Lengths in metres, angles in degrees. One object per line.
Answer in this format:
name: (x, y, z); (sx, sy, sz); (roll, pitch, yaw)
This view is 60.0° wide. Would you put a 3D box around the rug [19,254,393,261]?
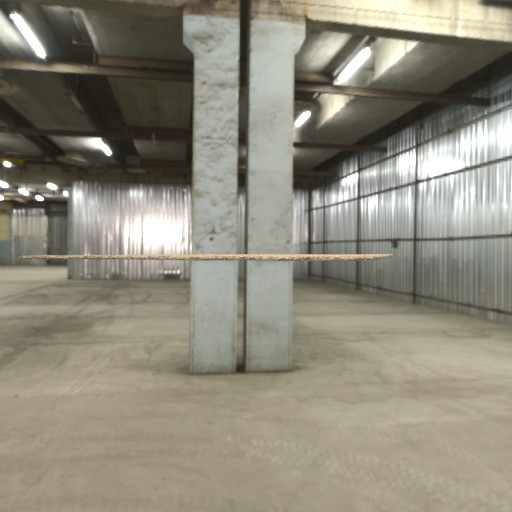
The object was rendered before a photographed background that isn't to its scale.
rug: (0.000, 0.000, 4.222); (2.414, 0.036, 3.199); (0, 0, 19)
